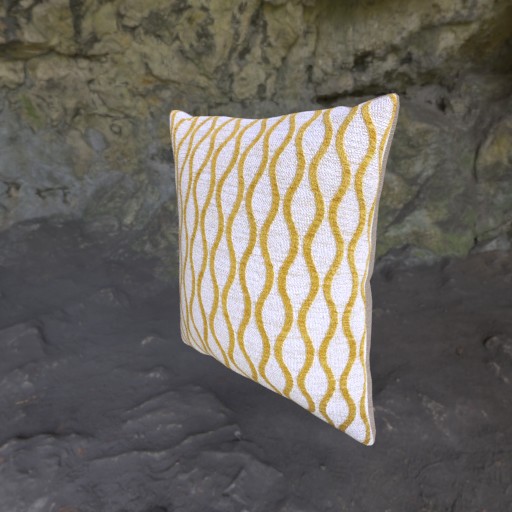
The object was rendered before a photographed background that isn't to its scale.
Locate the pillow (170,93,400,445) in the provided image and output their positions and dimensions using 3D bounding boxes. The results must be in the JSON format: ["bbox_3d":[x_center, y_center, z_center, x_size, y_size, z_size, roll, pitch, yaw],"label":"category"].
[{"bbox_3d":[0.000,0.000,0.664,0.159,0.436,0.429,-15,21,-43],"label":"pillow"}]
